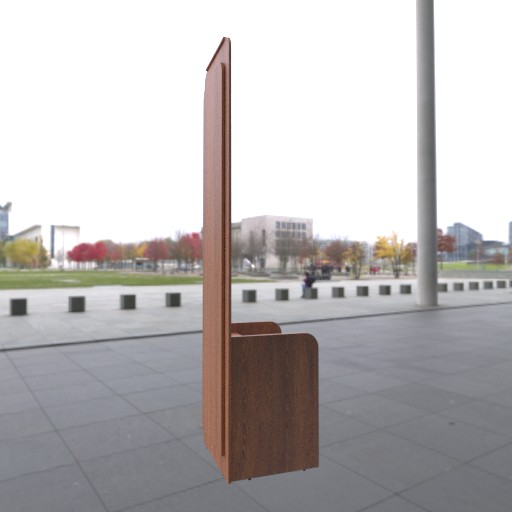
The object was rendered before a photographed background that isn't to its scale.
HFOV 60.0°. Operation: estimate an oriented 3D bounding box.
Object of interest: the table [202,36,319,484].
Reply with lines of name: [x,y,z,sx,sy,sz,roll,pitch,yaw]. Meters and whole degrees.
table: [0.000,0.000,2.051,0.420,1.830,0.450,0,-1,-19]
